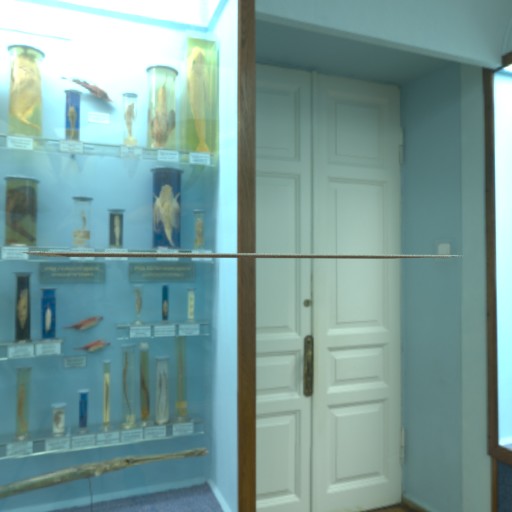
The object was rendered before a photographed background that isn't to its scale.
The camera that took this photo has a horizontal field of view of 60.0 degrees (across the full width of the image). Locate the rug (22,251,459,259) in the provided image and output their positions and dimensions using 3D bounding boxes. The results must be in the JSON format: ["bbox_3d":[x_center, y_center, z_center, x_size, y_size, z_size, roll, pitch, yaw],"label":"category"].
[{"bbox_3d":[0.000,0.000,2.711,2.449,0.011,0.774,0,-1,-18],"label":"rug"}]
